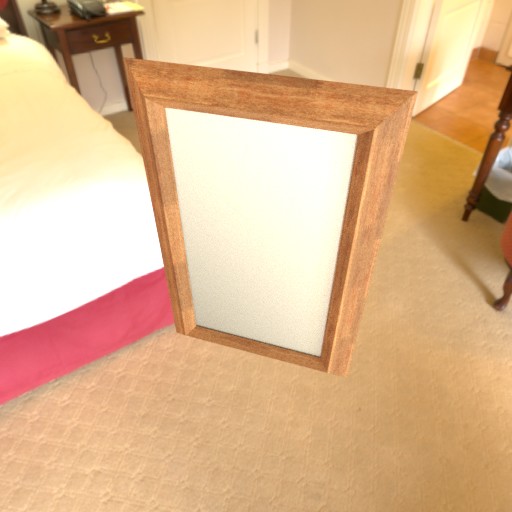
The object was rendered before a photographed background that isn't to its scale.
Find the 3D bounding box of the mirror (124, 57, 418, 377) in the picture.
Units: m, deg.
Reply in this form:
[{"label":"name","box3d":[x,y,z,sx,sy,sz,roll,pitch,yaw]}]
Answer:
[{"label":"mirror","box3d":[0.000,0.000,1.264,0.651,1.010,0.047,12,44,13]}]
